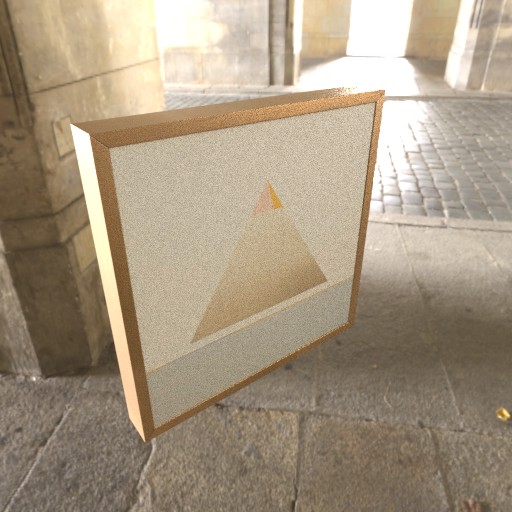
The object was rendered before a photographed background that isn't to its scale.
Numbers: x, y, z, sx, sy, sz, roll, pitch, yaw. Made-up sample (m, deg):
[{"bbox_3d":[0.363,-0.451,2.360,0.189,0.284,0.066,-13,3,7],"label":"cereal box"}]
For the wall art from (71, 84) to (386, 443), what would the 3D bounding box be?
[{"bbox_3d":[0.000,0.000,0.458,0.305,0.303,0.038,-21,35,-32],"label":"wall art"}]
